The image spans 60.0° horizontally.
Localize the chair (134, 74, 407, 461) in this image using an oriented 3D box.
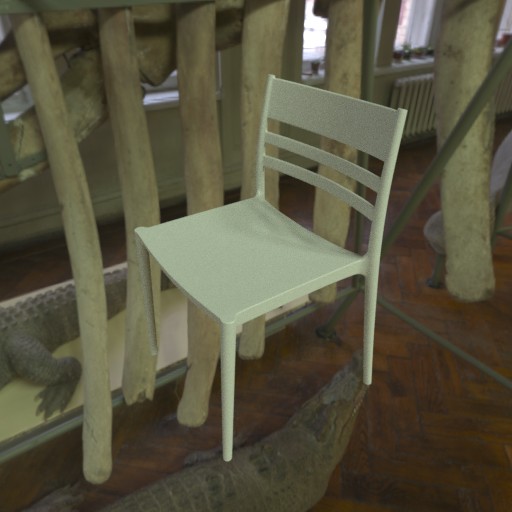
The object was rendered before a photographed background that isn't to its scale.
[{"bbox_3d":[0.000,0.000,1.178,0.511,0.800,0.531,-21,38,-29],"label":"chair"}]
